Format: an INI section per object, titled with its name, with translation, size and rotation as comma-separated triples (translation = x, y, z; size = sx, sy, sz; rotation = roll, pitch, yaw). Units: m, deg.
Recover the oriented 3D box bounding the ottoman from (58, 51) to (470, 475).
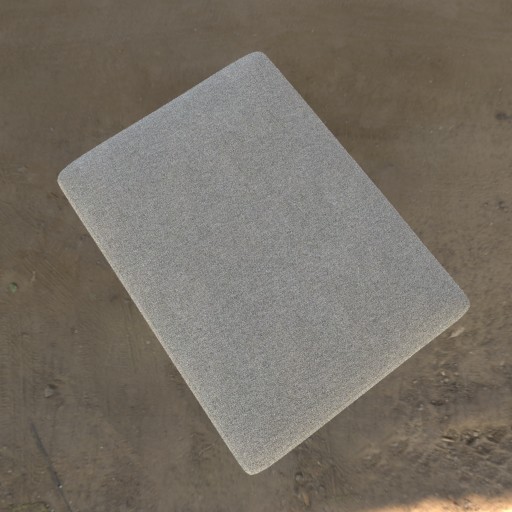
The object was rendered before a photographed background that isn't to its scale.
[ottoman]
translation = 0.000, 0.000, 1.170
size = 0.611, 0.441, 0.821
rotation = -35, 78, -8
